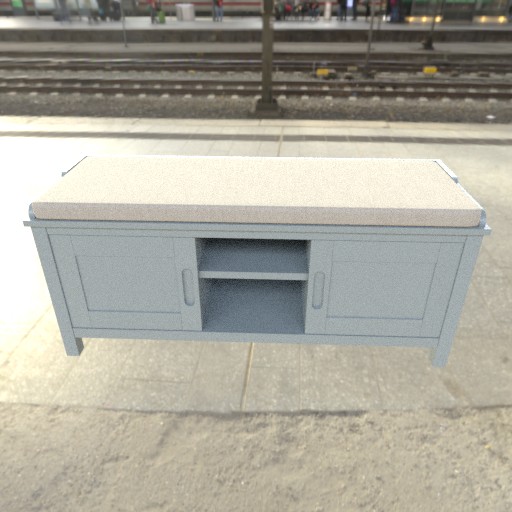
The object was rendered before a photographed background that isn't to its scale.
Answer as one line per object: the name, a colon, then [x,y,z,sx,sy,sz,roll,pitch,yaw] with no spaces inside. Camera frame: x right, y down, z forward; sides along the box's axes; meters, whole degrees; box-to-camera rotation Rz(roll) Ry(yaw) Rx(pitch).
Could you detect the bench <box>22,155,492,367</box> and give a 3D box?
bench: [0.000,0.000,1.348,1.140,0.501,0.398,1,30,2]
